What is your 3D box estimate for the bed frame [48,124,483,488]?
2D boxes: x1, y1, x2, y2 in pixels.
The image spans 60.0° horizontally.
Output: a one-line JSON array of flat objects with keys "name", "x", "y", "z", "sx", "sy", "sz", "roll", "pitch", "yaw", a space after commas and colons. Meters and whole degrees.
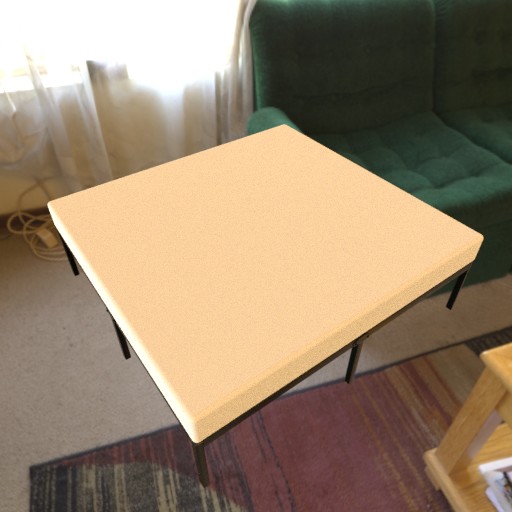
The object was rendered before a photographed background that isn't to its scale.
[{"name": "bed frame", "x": 0.000, "y": 0.000, "z": 3.058, "sx": 2.079, "sy": 0.659, "sz": 1.963, "roll": -26, "pitch": 47, "yaw": -26}]
